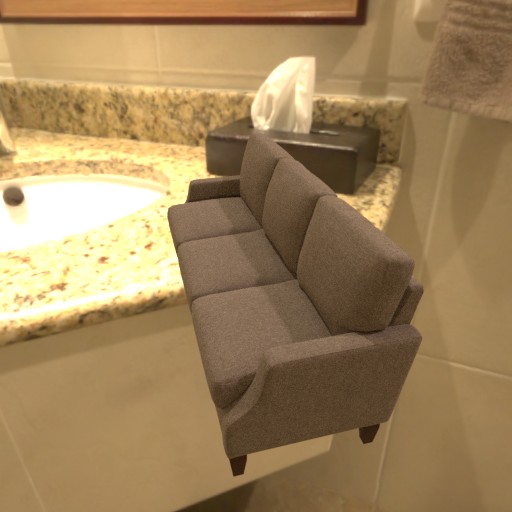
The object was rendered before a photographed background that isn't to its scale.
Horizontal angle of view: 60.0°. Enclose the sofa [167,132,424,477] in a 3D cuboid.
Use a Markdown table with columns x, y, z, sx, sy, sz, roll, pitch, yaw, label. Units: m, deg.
| x | y | z | sx | sy | sz | roll | pitch | yaw | label |
| --- | --- | --- | --- | --- | --- | --- | --- | --- | --- |
| 0.000 | 0.000 | 2.628 | 0.888 | 0.984 | 2.115 | -8 | 30 | -13 | sofa |
